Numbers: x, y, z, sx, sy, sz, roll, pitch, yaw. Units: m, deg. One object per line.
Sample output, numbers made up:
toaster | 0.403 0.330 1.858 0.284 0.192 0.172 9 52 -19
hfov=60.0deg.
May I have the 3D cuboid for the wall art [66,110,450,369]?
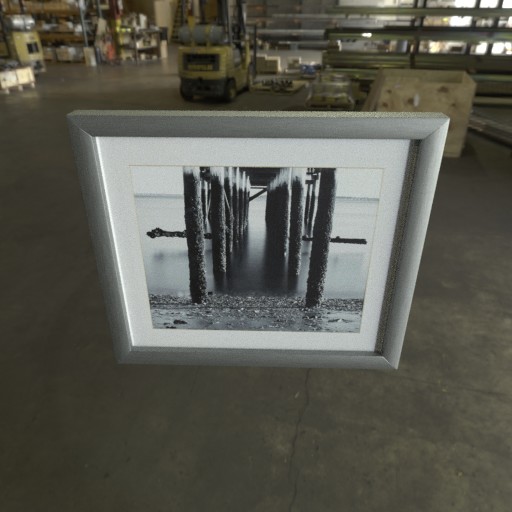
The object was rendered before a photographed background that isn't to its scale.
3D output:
wall art | 0.000 0.000 0.529 0.380 0.330 0.028 1 29 2
